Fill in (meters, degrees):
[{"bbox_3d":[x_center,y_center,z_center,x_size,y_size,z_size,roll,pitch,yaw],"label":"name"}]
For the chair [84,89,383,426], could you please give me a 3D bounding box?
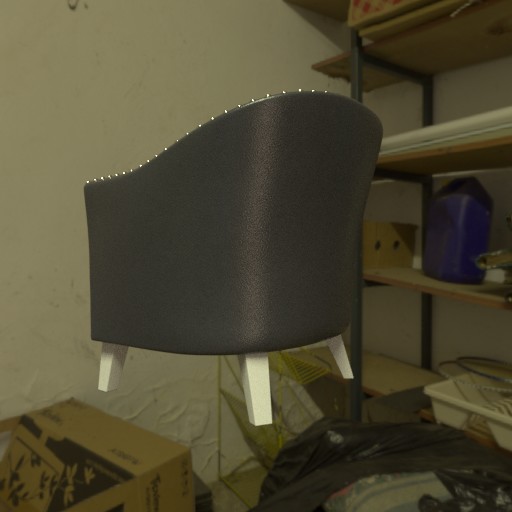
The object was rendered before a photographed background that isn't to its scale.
[{"bbox_3d":[0.000,0.000,1.413,0.748,0.823,0.794,0,0,36],"label":"chair"}]
